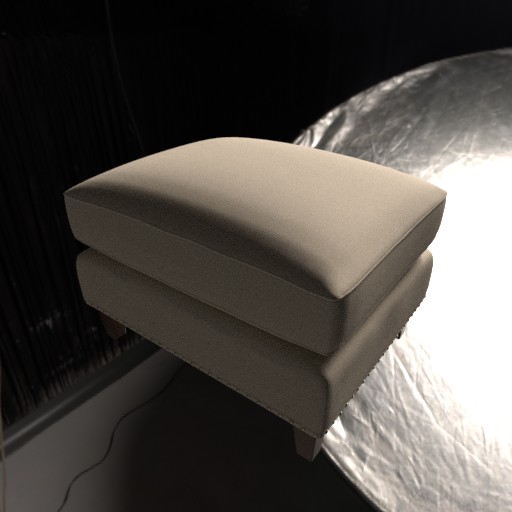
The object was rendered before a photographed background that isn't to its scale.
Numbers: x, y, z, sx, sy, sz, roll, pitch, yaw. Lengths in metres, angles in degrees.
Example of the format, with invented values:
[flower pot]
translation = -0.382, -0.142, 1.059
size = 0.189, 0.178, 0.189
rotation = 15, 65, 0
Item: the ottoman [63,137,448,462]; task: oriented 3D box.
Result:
[ottoman]
translation = 0.000, 0.000, 1.136
size = 0.741, 0.513, 0.584
rotation = 20, 36, 31
